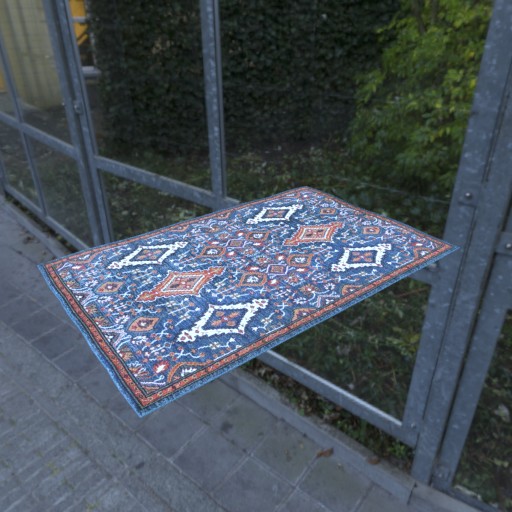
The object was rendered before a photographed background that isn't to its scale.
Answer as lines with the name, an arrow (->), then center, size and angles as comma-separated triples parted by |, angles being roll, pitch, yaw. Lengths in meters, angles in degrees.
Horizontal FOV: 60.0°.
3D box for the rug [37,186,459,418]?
rug -> 0.000, 0.000, 2.278 | 1.847, 0.014, 1.195 | -21, 35, -32
